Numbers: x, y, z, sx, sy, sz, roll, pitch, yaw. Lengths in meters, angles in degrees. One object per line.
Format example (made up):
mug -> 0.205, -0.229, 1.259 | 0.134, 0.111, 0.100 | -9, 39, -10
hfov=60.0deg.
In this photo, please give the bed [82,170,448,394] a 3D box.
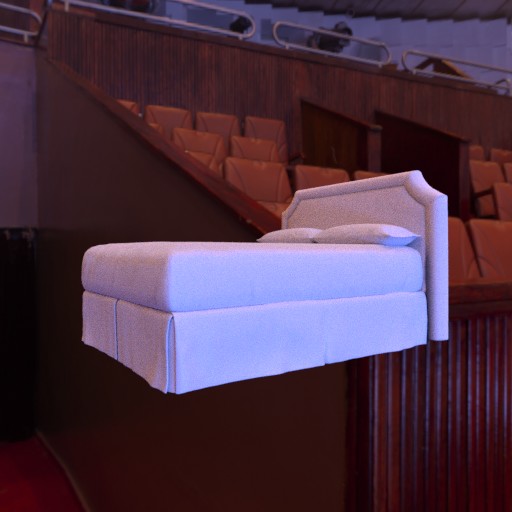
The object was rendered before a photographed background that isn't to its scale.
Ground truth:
bed -> 0.000, 0.000, 3.333 | 2.164, 1.297, 1.828 | 0, 1, -35
